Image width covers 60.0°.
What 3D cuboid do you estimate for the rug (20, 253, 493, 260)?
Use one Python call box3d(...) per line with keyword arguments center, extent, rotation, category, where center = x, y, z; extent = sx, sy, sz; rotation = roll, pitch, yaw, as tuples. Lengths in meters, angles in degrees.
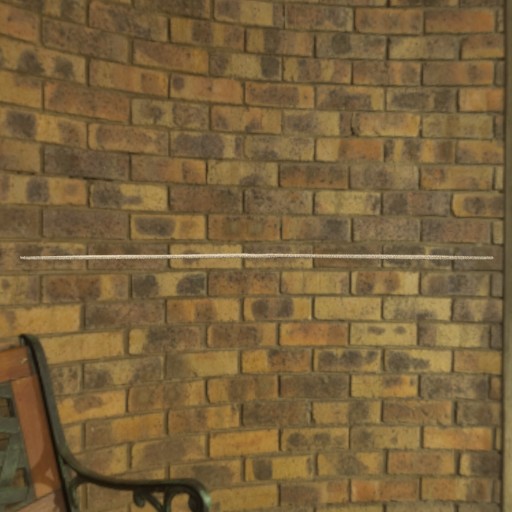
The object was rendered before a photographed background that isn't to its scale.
box3d(center=(0.000, 0.000, 4.758), extent=(3.626, 0.051, 2.757), rotation=(0, 0, 0), category="rug")
